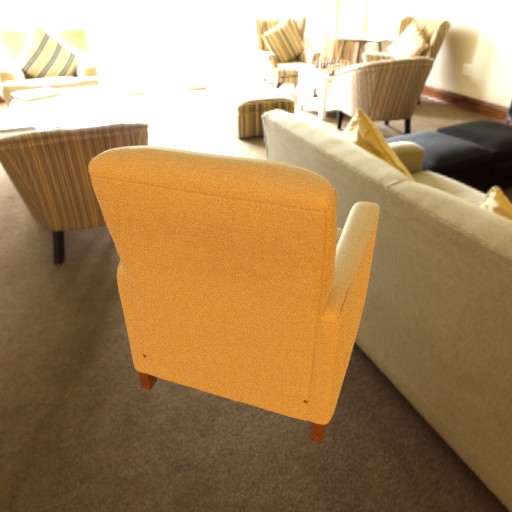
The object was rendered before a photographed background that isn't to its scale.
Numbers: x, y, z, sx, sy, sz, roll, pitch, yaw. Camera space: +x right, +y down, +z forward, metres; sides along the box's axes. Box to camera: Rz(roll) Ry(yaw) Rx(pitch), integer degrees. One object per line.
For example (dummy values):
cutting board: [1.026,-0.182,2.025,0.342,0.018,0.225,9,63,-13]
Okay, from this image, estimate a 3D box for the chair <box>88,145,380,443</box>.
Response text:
chair: [0.000,0.000,1.691,0.841,1.023,0.858,11,34,17]
